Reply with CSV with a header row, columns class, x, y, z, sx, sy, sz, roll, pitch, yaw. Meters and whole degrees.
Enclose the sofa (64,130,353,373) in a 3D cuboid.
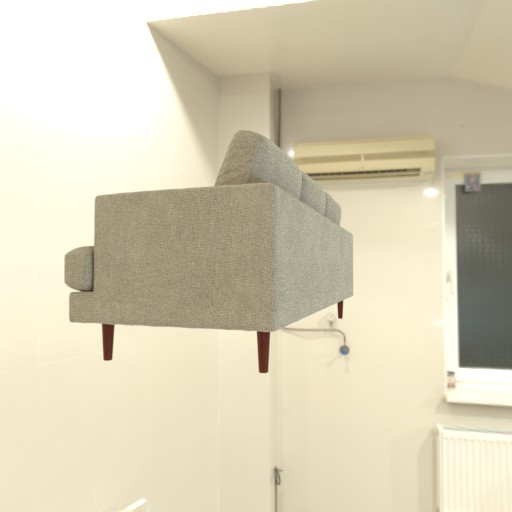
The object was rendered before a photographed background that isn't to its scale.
class,x,y,z,sx,sy,sz,roll,pitch,yaw
sofa,0.000,0.000,2.691,0.903,0.930,2.246,-1,-2,19
